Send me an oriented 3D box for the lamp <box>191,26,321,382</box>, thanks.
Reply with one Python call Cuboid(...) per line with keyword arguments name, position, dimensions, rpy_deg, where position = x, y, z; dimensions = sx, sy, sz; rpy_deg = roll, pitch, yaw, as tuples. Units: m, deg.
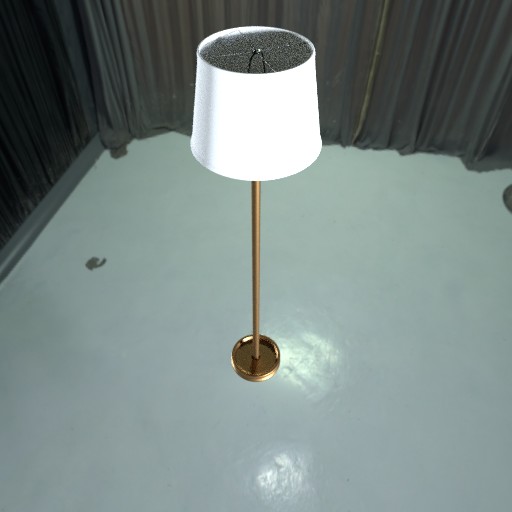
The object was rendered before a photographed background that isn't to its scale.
Cuboid(name="lamp", position=(0.000, 0.000, 0.777), dimensions=(0.178, 0.710, 0.178), rpy_deg=(0, 47, 0))
